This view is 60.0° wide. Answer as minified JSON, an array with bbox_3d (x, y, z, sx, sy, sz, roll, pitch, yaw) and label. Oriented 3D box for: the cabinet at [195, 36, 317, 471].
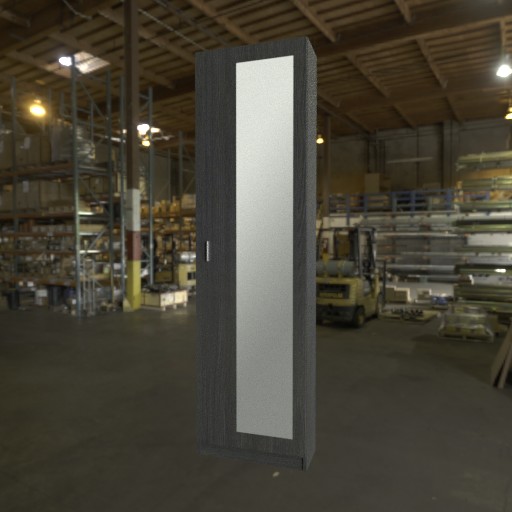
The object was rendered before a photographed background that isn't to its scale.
[{"bbox_3d":[0.000,0.000,1.986,0.500,1.790,0.230,0,2,18],"label":"cabinet"}]
